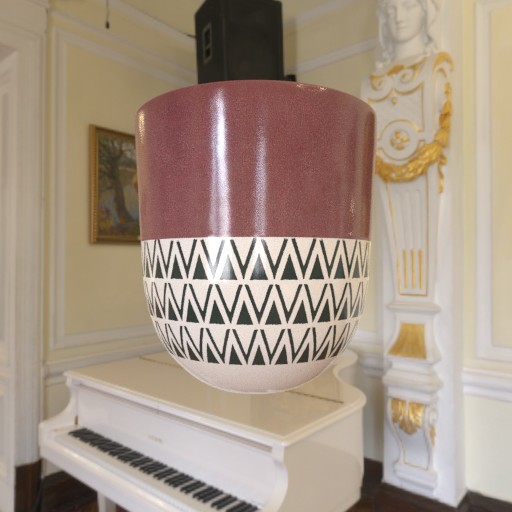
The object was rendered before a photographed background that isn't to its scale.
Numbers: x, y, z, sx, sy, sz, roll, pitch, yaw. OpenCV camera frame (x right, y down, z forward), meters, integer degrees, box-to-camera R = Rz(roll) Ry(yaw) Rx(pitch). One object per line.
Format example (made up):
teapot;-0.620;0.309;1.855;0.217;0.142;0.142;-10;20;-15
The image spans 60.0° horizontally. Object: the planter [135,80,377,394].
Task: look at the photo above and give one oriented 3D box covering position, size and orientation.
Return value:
planter;0.000;0.000;0.368;0.195;0.214;0.195;0;-1;0
